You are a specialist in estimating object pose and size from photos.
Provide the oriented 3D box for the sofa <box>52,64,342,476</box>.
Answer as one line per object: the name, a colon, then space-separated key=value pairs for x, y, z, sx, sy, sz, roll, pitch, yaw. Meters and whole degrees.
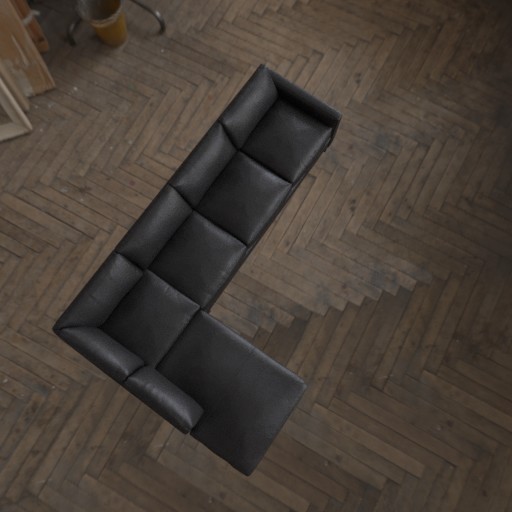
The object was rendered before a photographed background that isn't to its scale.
sofa: x=0.000 y=0.000 z=3.854 sx=1.938 sy=0.877 sz=2.984 roll=34 pitch=79 yaw=8
